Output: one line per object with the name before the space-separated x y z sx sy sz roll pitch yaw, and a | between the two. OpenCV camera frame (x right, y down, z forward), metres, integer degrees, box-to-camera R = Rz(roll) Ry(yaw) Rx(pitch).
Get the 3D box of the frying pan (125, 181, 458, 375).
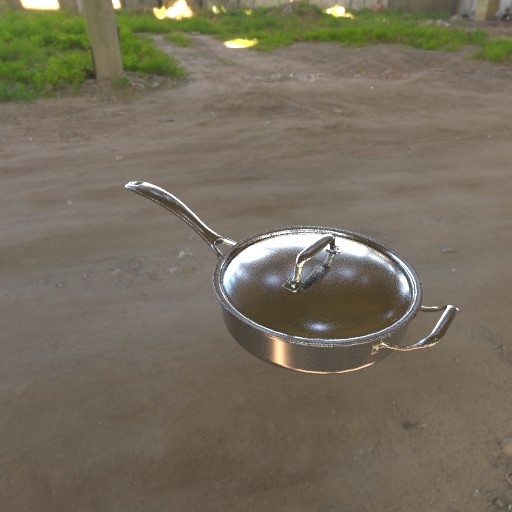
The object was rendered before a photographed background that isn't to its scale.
frying pan | 0.000 0.000 0.659 0.561 0.114 0.280 21 37 31
